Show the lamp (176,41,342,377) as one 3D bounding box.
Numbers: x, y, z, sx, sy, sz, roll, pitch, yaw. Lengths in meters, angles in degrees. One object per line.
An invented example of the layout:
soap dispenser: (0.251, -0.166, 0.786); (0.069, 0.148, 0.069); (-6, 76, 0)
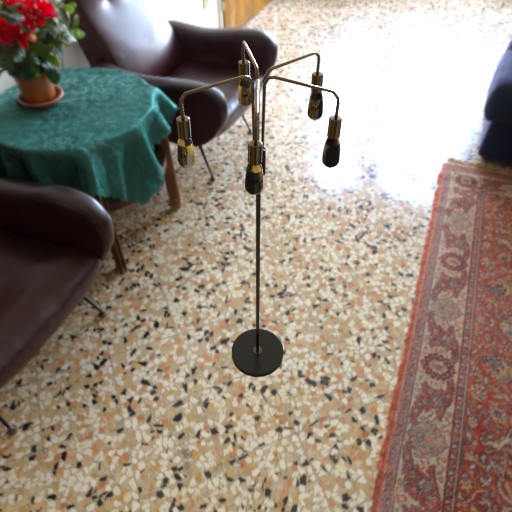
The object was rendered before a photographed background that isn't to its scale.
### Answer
lamp: (0.000, 0.000, 2.033); (0.572, 1.721, 0.599); (-9, 48, -9)
